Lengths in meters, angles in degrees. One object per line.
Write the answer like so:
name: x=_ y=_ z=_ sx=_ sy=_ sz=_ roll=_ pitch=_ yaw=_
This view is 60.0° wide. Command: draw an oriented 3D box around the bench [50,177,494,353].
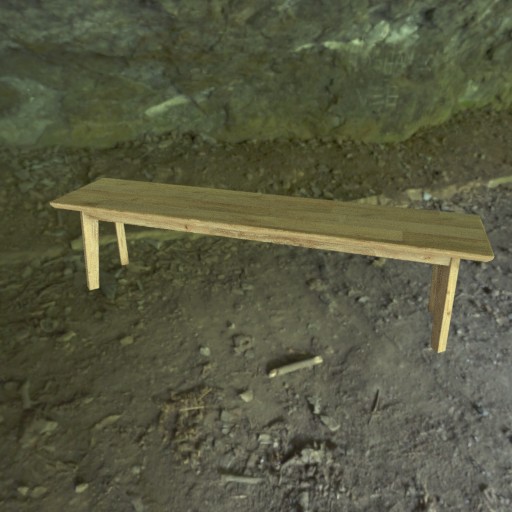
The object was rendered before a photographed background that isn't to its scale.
bench: x=0.000 y=0.000 z=1.884 sx=1.698 sy=0.431 sz=0.378 roll=8 pitch=27 yaw=16
